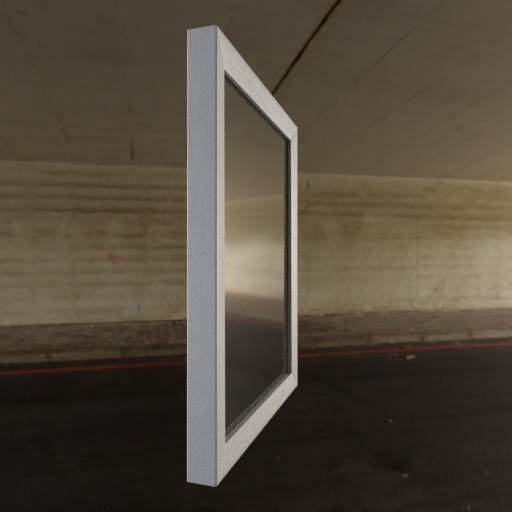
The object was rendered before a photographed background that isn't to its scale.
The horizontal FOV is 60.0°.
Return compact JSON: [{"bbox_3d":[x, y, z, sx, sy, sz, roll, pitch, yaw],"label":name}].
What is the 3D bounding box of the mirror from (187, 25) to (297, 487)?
[{"bbox_3d":[0.000,0.000,0.685,0.041,0.508,0.405,0,0,18],"label":"mirror"}]
